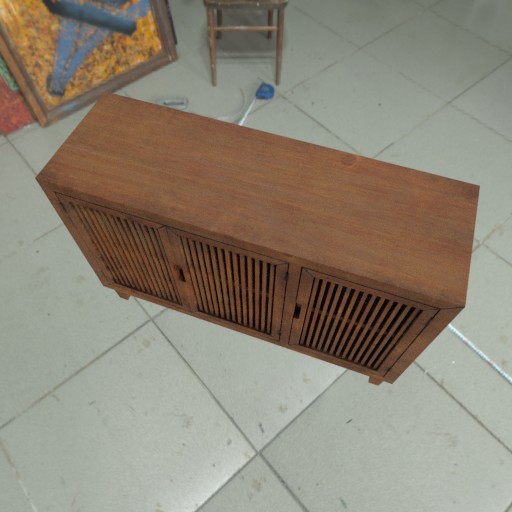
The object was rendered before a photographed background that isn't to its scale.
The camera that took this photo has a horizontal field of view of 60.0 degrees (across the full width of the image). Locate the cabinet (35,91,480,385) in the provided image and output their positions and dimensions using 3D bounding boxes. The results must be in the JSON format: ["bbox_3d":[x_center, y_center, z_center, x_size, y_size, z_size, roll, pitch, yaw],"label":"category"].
[{"bbox_3d":[0.000,0.000,1.605,1.204,0.805,0.403,17,60,10],"label":"cabinet"}]
